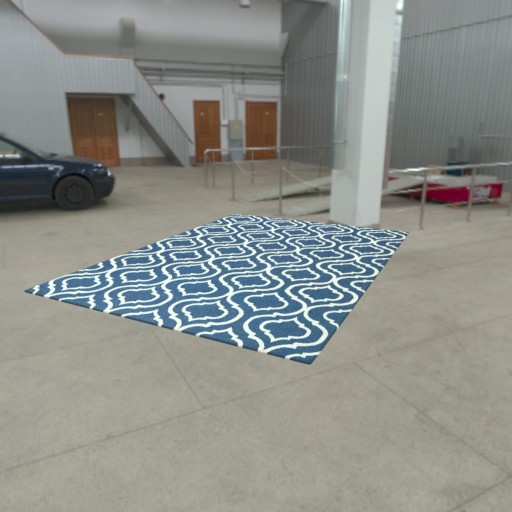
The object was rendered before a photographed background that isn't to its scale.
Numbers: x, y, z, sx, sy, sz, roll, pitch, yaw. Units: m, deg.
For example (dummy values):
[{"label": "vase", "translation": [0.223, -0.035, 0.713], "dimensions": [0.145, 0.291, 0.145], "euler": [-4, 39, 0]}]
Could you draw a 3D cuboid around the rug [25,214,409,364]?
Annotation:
[{"label": "rug", "translation": [0.000, 0.000, 2.794], "dimensions": [1.524, 0.010, 2.134], "euler": [9, 19, 26]}]
